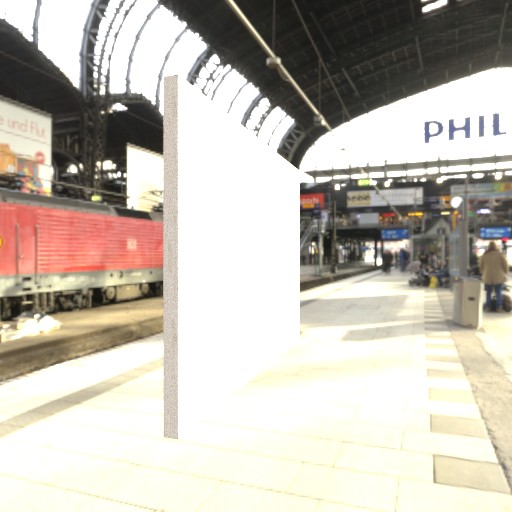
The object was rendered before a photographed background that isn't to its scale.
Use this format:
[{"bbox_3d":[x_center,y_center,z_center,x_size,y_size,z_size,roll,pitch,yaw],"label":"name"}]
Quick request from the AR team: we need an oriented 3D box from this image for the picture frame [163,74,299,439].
[{"bbox_3d":[0.000,0.000,1.232,0.029,0.640,0.950,0,0,18],"label":"picture frame"}]
